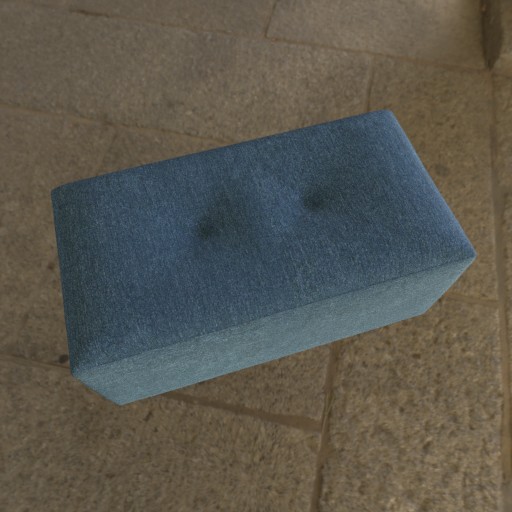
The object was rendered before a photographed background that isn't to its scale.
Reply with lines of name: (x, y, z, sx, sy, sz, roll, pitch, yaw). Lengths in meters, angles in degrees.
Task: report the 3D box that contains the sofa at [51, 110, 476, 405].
sofa: (0.000, 0.000, 1.186, 0.930, 0.470, 0.480, -15, 64, -8)
